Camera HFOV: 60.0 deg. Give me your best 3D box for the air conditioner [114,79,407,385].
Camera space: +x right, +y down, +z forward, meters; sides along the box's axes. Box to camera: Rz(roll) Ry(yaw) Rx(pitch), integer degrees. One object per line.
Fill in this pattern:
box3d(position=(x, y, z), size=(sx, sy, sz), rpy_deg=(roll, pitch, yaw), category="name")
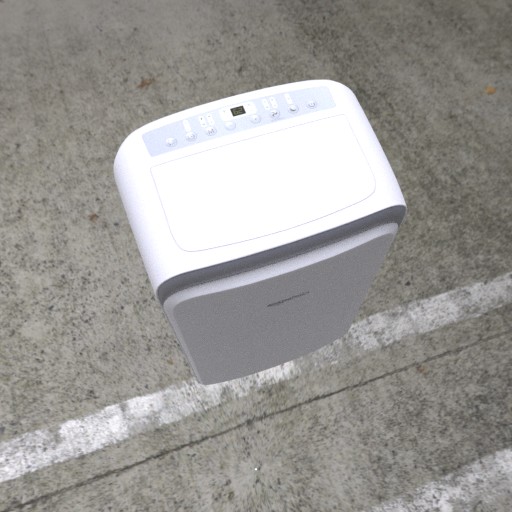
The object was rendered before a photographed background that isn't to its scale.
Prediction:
box3d(position=(0.000, 0.000, 0.964), size=(0.454, 0.700, 0.365), rpy_deg=(-18, 66, -8), category="air conditioner")
